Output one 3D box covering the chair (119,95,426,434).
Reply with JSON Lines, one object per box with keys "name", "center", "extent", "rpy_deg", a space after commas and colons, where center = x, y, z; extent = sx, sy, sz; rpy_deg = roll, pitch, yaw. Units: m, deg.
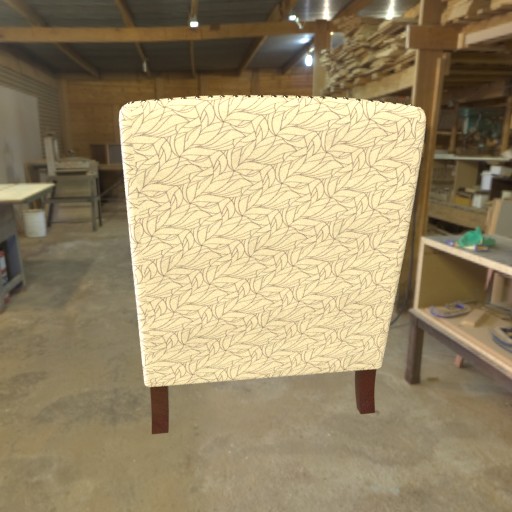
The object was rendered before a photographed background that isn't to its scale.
{"name": "chair", "center": [0.000, 0.000, 1.268], "extent": [0.623, 0.816, 0.651], "rpy_deg": [-2, 15, -8]}
